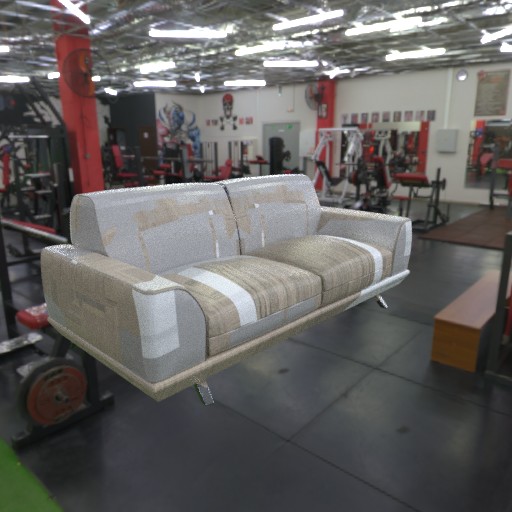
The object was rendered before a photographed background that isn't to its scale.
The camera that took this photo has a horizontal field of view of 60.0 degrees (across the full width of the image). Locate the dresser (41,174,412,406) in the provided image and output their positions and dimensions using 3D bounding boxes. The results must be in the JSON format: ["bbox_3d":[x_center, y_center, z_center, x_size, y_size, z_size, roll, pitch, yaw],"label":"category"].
[{"bbox_3d":[0.000,0.000,5.831,2.251,1.863,4.679,14,20,42],"label":"dresser"}]
